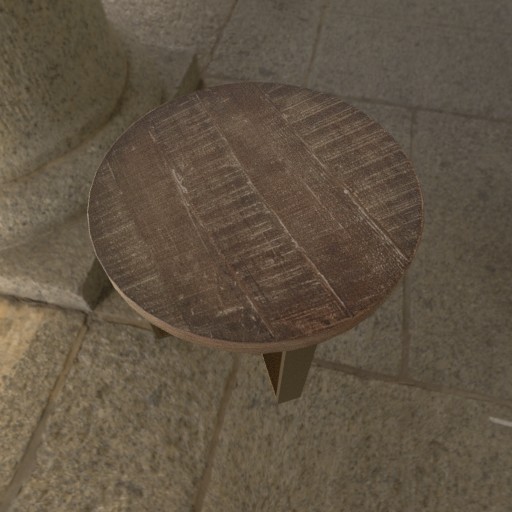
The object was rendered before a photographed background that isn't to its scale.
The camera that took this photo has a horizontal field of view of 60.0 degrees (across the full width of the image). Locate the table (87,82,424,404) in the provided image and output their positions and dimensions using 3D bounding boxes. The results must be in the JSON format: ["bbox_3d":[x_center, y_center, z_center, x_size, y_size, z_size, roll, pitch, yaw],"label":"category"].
[{"bbox_3d":[0.000,0.000,0.932,0.557,0.437,0.557,0,58,0],"label":"table"}]
